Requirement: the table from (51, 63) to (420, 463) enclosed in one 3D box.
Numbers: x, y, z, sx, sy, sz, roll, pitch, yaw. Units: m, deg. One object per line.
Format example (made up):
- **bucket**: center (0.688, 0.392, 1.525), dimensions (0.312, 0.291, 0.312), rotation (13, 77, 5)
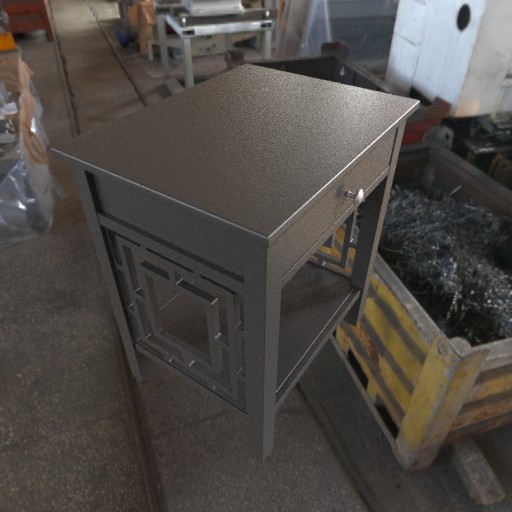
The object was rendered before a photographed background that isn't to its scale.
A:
- **table**: center (0.000, 0.000, 1.028), dimensions (0.451, 0.646, 0.564), rotation (24, 45, 26)
